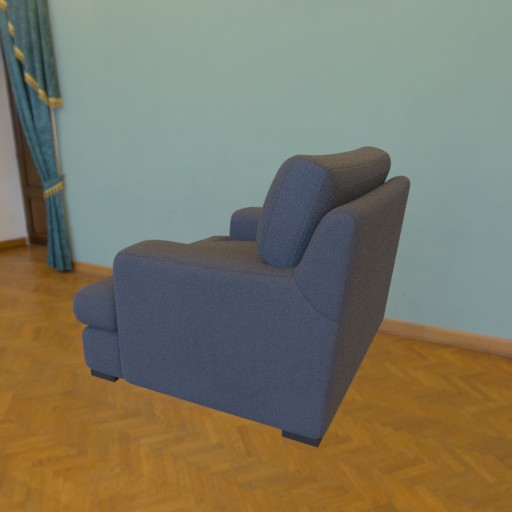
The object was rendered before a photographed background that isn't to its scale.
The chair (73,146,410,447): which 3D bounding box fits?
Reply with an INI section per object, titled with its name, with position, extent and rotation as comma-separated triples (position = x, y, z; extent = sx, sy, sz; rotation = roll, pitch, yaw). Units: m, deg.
[chair]
position = 0.000, 0.000, 1.985
extent = 1.143, 0.940, 1.168
rotation = 7, 17, 25
